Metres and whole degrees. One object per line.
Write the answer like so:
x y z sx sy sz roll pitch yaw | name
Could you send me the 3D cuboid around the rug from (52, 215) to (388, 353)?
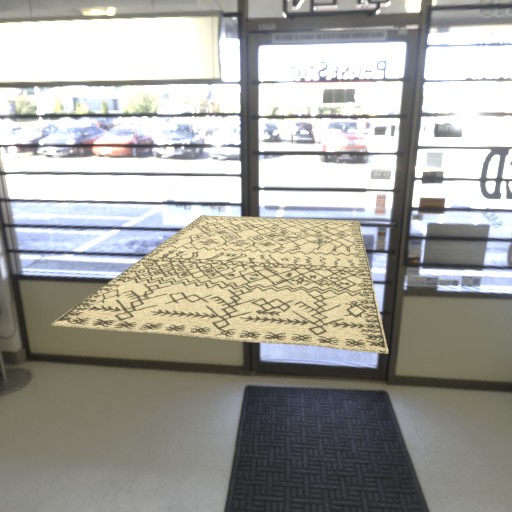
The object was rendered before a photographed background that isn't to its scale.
0.000 0.000 3.097 1.530 0.012 2.444 3 18 9 | rug
